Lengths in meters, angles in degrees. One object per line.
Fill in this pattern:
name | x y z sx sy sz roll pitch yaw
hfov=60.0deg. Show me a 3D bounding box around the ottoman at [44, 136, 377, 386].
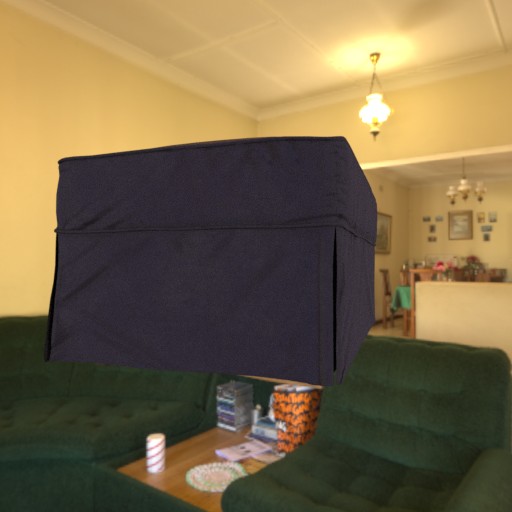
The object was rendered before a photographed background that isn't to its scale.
ottoman | 0.000 0.000 1.277 0.637 0.503 0.938 0 -1 19
